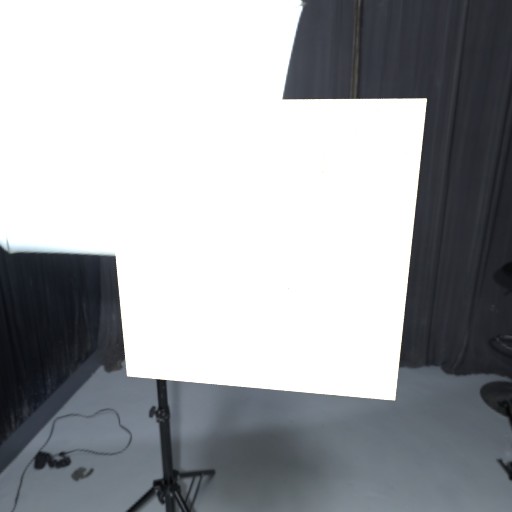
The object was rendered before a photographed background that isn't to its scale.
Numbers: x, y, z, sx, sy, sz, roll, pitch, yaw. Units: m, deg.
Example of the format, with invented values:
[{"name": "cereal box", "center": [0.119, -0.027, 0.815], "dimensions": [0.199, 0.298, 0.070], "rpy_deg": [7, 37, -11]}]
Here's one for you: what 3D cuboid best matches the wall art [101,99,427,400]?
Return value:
[{"name": "wall art", "center": [0.000, 0.000, 1.169], "dimensions": [0.773, 0.775, 0.031], "rpy_deg": [3, 17, 9]}]
